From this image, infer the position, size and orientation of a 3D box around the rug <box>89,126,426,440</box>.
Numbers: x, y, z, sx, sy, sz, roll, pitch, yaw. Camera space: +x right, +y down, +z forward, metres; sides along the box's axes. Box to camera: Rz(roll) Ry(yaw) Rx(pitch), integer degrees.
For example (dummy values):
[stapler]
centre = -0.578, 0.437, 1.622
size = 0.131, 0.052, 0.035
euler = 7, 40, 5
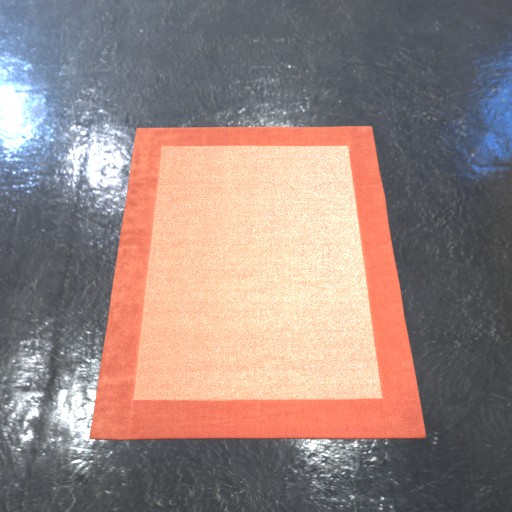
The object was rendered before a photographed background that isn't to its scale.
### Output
[rug]
centre = 0.000, 0.000, 3.862
size = 2.430, 0.018, 2.976
euler = 0, 63, 0
